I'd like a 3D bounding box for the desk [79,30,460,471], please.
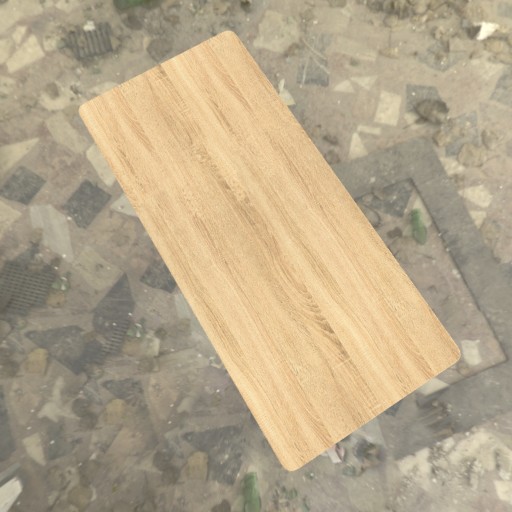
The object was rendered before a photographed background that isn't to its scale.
[{"bbox_3d":[0.000,0.000,1.621,0.550,0.760,1.200,-31,78,-7],"label":"desk"}]
